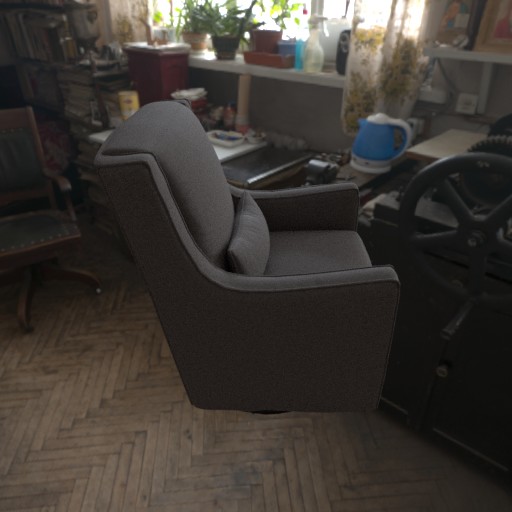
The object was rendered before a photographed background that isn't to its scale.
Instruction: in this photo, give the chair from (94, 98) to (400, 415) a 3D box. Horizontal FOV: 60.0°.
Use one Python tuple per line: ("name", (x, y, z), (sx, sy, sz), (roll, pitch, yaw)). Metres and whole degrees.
("chair", (0.000, 0.000, 1.610), (0.879, 0.993, 0.732), (1, 32, 1))
